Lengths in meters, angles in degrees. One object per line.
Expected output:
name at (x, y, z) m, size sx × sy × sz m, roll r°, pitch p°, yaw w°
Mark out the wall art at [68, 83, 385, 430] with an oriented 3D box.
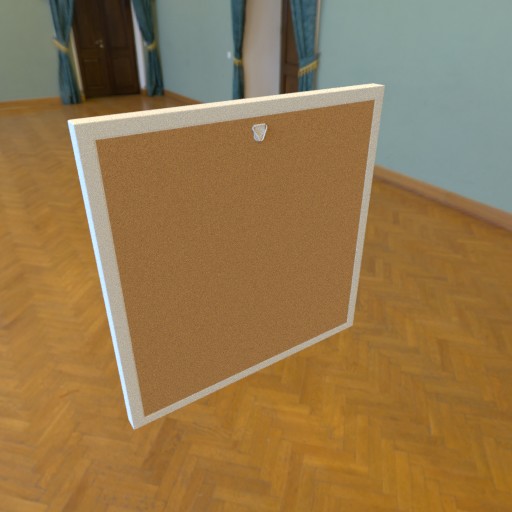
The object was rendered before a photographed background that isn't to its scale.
wall art at (0.000, 0.000, 1.130) m, size 0.761 × 0.762 × 0.050 m, roll -18°, pitch 34°, yaw -29°
